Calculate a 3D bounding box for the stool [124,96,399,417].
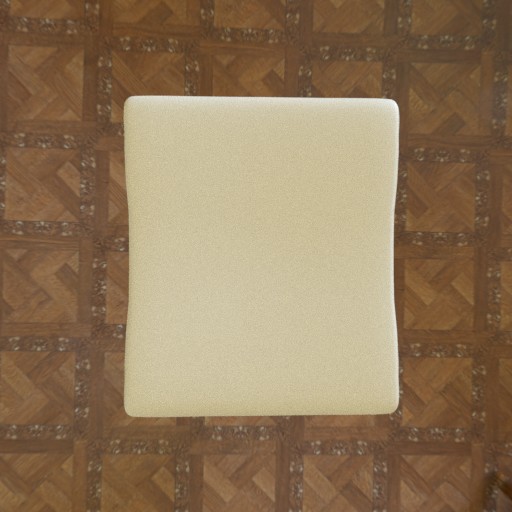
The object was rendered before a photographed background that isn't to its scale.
[{"bbox_3d":[0.000,0.000,0.929,0.401,0.609,0.471,0,90,-2],"label":"stool"}]
